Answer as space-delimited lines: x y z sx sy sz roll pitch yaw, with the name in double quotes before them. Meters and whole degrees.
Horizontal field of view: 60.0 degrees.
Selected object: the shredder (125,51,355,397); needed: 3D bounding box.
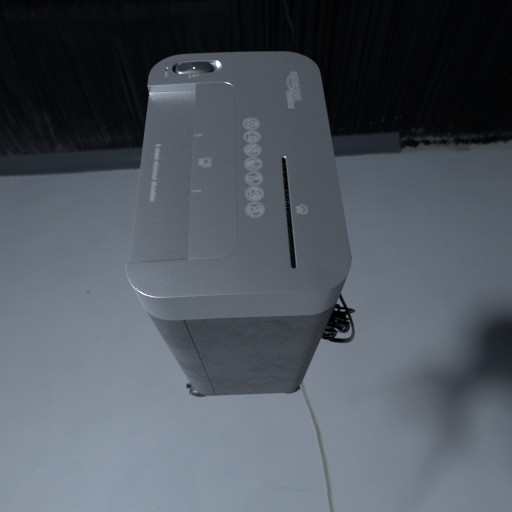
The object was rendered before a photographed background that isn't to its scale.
"shredder" 0.000 0.000 0.618 0.237 0.419 0.311 -2 60 -1
